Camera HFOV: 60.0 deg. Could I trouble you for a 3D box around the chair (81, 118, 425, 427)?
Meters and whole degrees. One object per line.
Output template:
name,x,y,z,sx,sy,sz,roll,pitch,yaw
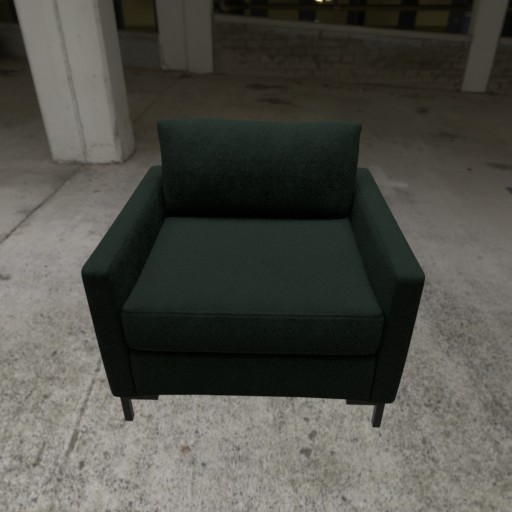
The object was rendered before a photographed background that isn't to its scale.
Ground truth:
chair,0.000,0.000,1.633,0.963,0.861,0.866,1,31,1
